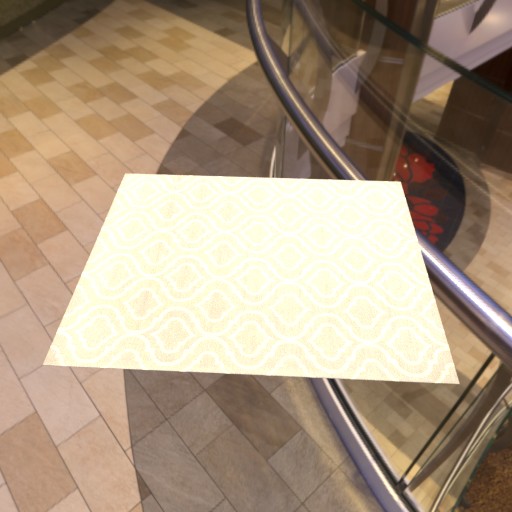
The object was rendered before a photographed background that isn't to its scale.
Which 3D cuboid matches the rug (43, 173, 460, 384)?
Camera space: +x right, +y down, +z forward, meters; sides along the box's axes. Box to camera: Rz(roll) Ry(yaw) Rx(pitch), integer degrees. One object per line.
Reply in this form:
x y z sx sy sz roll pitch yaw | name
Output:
0.000 0.000 3.863 2.892 0.006 2.283 2 46 2 | rug
